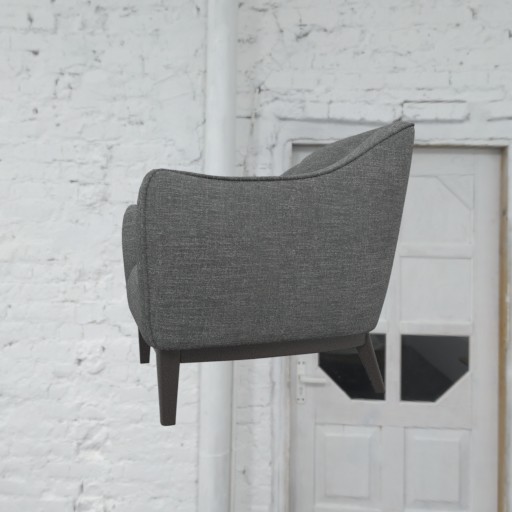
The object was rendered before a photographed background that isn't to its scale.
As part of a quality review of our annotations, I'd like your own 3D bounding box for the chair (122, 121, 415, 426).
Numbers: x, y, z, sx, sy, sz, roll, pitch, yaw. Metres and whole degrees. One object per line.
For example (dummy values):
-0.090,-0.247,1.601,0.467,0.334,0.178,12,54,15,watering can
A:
0.000,0.000,1.520,0.851,0.829,0.870,0,1,-19,chair
